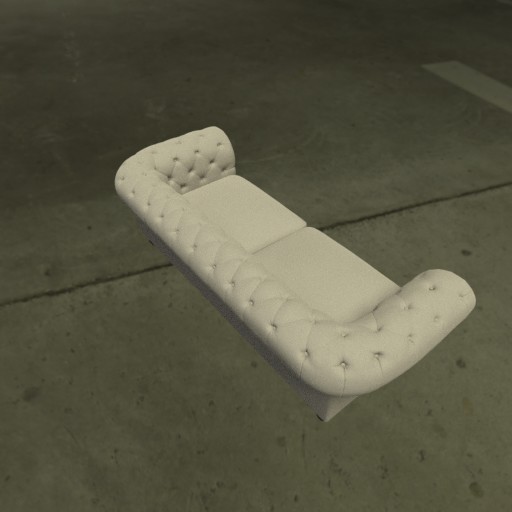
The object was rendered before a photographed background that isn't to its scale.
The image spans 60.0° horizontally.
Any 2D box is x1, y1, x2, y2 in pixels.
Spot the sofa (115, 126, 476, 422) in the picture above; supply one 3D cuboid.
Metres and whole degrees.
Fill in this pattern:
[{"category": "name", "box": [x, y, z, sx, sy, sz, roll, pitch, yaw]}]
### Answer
[{"category": "sofa", "box": [0.000, 0.000, 2.865, 0.991, 0.749, 2.411, -28, 49, -28]}]
